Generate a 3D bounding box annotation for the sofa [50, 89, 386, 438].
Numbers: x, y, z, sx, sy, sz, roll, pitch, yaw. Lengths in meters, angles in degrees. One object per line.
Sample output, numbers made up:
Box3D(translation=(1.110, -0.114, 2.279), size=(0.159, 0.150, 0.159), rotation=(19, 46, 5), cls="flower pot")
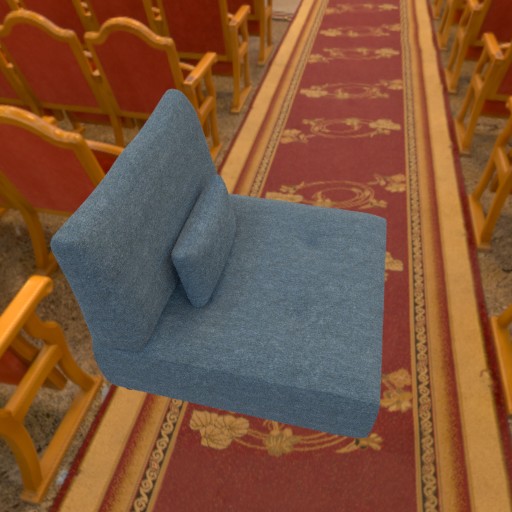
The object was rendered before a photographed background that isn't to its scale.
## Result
Box3D(translation=(0.000, 0.000, 1.682), size=(1.000, 0.820, 0.930), rotation=(9, 47, 9), cls="sofa")
